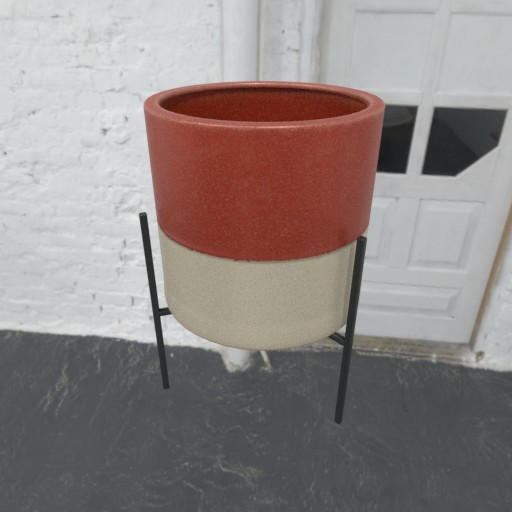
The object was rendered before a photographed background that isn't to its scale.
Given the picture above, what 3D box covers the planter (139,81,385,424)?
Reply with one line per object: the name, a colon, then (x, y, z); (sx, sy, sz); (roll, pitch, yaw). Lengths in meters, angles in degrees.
planter: (0.000, 0.000, 0.520); (0.251, 0.354, 0.235); (-8, 30, -14)
